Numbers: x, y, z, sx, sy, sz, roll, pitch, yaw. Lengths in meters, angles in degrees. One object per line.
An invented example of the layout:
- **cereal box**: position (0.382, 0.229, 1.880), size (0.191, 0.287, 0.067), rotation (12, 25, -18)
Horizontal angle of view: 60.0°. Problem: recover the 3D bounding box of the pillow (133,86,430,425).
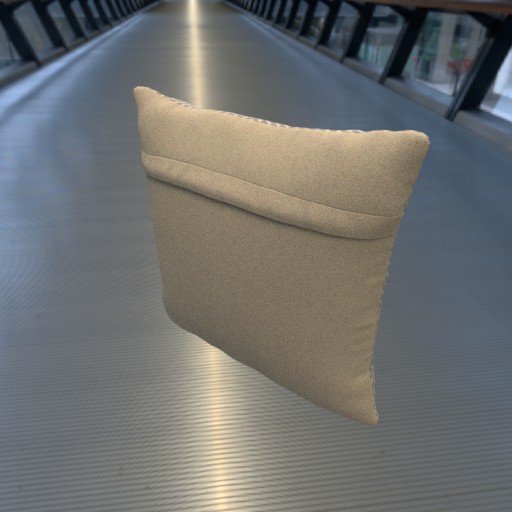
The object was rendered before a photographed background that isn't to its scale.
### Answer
- **pillow**: position (0.000, 0.000, 0.687), size (0.459, 0.458, 0.181), rotation (21, 36, 32)
